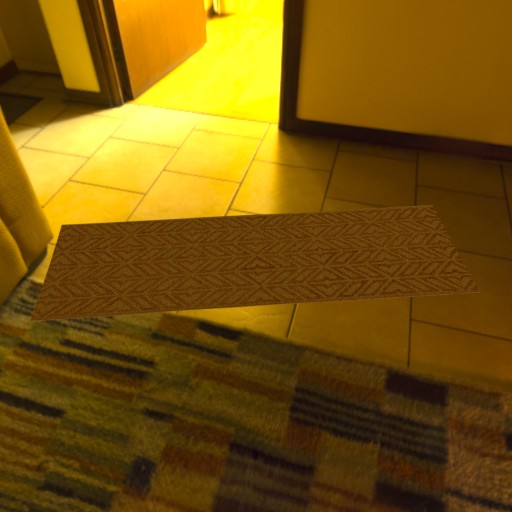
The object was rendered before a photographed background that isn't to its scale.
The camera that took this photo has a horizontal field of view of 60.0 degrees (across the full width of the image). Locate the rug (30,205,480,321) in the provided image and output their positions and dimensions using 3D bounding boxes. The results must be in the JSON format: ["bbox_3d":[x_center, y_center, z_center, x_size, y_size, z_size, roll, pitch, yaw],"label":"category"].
[{"bbox_3d":[0.000,0.000,2.646,2.435,0.009,0.750,-3,46,-3],"label":"rug"}]
